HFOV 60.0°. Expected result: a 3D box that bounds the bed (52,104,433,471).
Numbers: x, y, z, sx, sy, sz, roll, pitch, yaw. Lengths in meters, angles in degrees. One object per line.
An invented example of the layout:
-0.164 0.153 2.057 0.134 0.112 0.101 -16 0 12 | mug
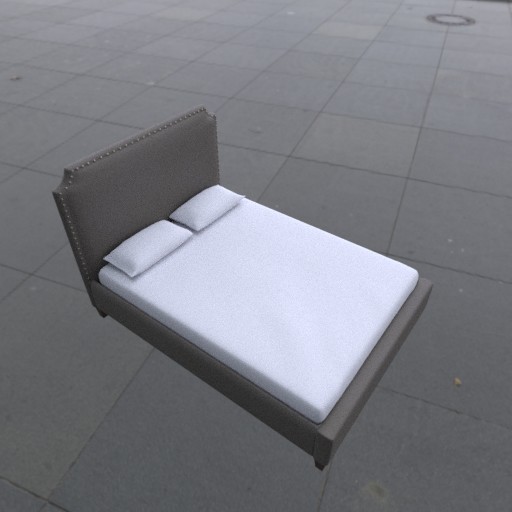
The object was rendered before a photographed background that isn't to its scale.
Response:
0.000 0.000 3.466 2.372 1.443 1.712 26 47 27 | bed
